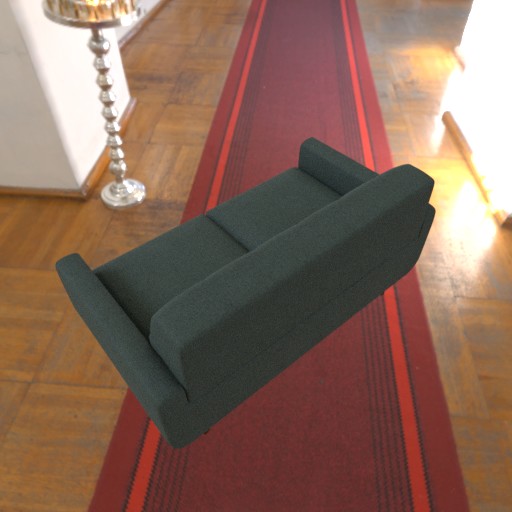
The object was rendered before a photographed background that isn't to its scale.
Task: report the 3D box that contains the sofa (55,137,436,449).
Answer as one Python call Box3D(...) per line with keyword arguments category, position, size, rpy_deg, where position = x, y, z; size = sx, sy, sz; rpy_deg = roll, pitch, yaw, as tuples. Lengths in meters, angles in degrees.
Box3D(category="sofa", position=(0.000, 0.000, 2.205), size=(1.631, 0.841, 0.909), rpy_deg=(-31, 54, -26))
